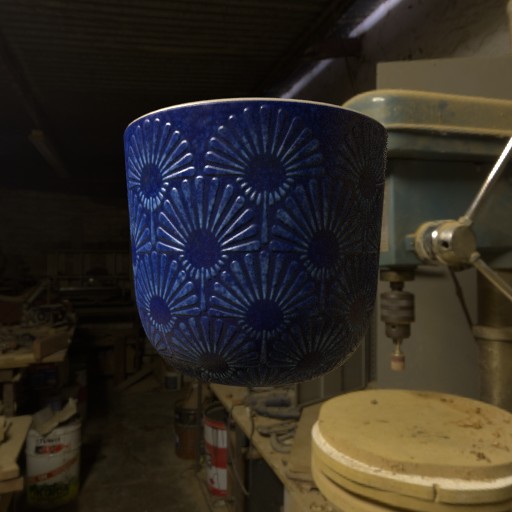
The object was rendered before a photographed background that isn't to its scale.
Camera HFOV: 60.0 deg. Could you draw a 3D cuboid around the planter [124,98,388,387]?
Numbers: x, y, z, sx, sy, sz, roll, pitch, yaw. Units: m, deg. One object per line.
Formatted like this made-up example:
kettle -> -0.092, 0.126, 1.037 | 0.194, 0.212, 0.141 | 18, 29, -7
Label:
planter -> 0.000, 0.000, 0.297 | 0.170, 0.153, 0.170 | 0, 0, 0
